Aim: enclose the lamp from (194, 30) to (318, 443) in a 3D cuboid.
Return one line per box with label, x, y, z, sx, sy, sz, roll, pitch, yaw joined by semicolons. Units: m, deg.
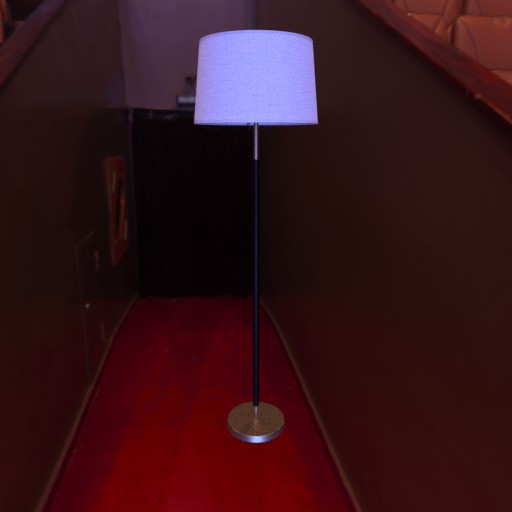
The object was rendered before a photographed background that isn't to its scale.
lamp;0.000;0.000;1.642;0.420;1.447;0.420;0;15;0
